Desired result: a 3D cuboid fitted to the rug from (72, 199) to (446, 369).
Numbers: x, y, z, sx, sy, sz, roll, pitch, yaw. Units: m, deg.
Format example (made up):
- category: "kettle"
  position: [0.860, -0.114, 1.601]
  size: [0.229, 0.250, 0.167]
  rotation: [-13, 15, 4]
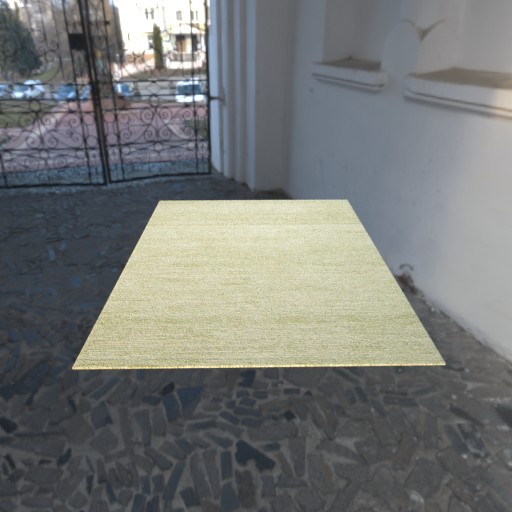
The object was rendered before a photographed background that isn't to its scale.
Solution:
- category: "rug"
  position: [0.000, 0.000, 4.300]
  size: [2.425, 0.016, 3.198]
  rotation: [0, 27, -1]
